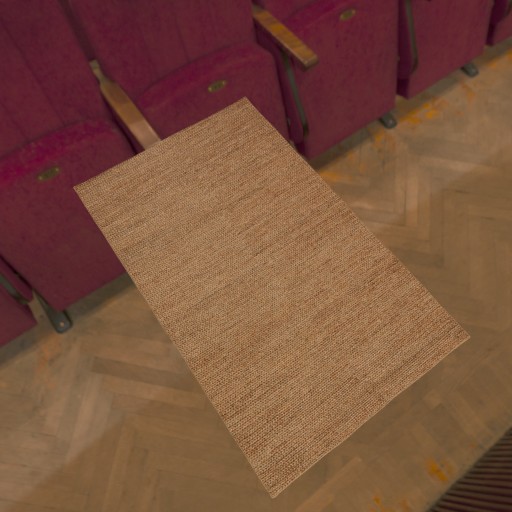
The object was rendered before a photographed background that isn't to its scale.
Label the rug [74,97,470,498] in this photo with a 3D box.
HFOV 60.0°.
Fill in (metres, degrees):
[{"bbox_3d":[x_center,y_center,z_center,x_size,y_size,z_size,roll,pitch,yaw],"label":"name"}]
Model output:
[{"bbox_3d":[0.000,0.000,2.976,1.521,0.034,2.438,-33,69,-15],"label":"rug"}]
